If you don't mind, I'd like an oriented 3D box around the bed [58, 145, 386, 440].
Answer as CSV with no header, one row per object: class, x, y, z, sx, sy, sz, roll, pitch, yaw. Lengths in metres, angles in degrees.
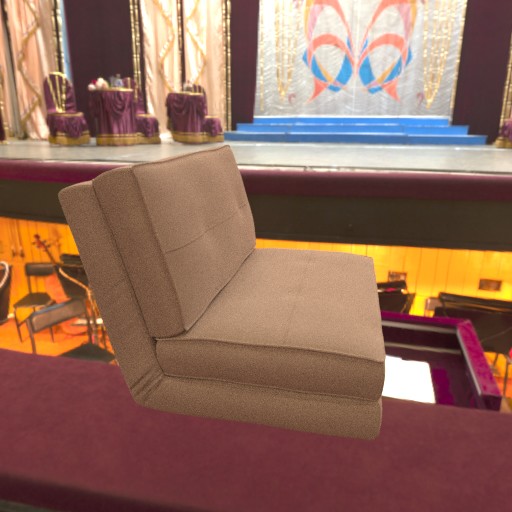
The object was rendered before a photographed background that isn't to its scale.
bed,0.000,0.000,1.334,0.749,0.614,0.799,4,17,12
